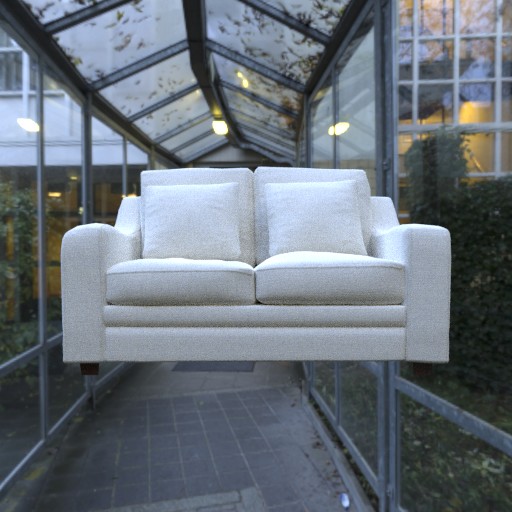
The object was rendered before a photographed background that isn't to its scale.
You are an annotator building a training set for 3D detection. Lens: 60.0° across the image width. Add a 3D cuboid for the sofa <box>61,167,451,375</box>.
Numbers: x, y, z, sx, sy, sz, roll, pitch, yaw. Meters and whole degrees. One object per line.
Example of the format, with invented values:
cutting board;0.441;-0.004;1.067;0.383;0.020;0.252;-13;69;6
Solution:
sofa;0.000;0.000;2.388;1.744;1.047;1.040;0;1;0
